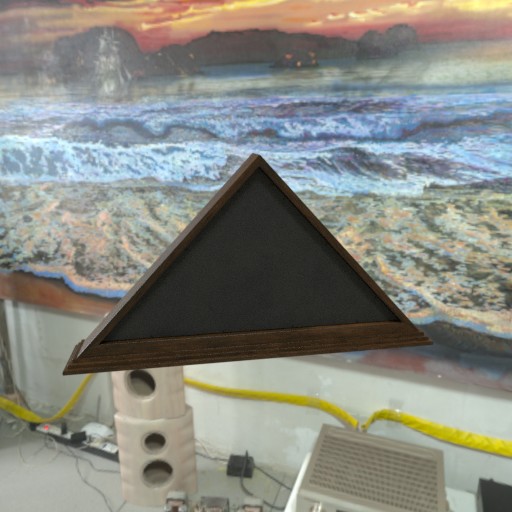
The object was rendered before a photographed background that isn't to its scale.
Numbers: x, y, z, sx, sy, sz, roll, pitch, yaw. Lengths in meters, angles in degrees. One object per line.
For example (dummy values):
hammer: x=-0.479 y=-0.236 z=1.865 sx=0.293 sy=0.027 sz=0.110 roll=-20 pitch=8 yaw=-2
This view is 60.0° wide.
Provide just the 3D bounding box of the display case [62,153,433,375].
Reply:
display case: x=0.000 y=0.000 z=0.757 sx=0.640 sy=0.340 sz=0.095 roll=-3 pitch=15 yaw=-9
